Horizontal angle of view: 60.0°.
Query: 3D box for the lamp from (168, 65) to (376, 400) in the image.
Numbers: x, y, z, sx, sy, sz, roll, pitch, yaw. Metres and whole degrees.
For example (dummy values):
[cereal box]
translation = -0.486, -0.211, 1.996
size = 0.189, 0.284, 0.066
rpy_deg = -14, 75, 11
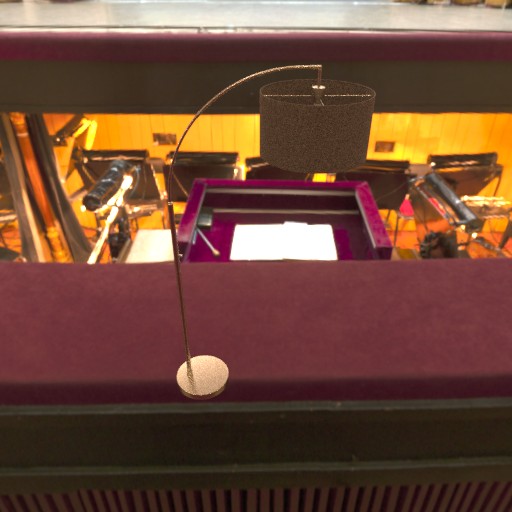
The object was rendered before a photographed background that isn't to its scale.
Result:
[lamp]
translation = 0.000, 0.000, 2.167
size = 0.934, 1.735, 0.452
rpy_deg = 0, 33, -1
